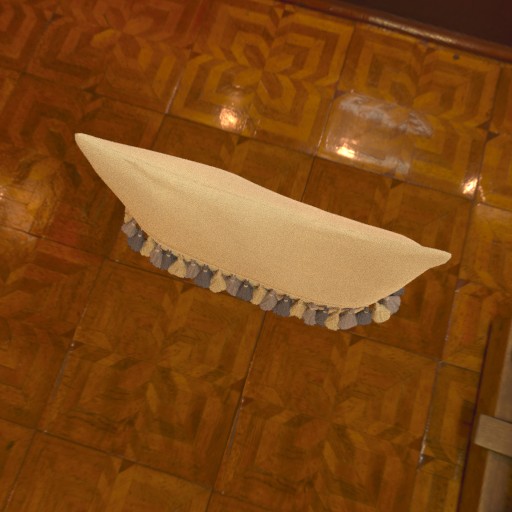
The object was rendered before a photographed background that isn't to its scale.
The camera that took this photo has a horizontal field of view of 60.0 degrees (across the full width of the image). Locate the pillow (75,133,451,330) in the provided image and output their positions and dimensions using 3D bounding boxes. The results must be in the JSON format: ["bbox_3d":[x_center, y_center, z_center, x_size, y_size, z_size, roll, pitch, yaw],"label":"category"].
[{"bbox_3d":[0.000,0.000,0.742,0.489,0.481,0.165,19,77,5],"label":"pillow"}]
